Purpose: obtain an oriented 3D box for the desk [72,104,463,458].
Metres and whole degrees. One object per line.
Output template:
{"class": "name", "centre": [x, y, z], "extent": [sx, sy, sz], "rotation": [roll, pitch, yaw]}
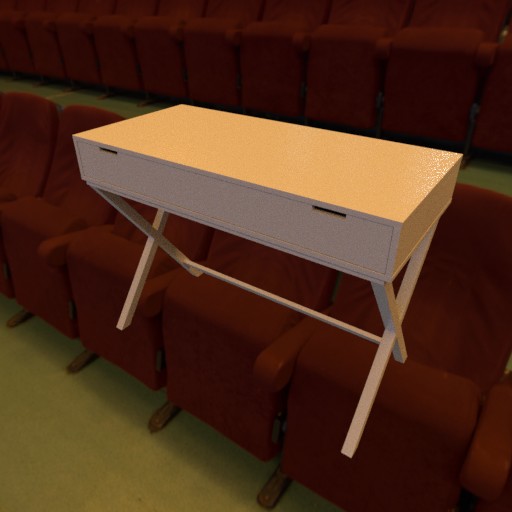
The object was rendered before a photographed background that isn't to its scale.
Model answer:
{"class": "desk", "centre": [0.000, 0.000, 1.521], "extent": [1.059, 0.780, 0.509], "rotation": [20, 37, 29]}
